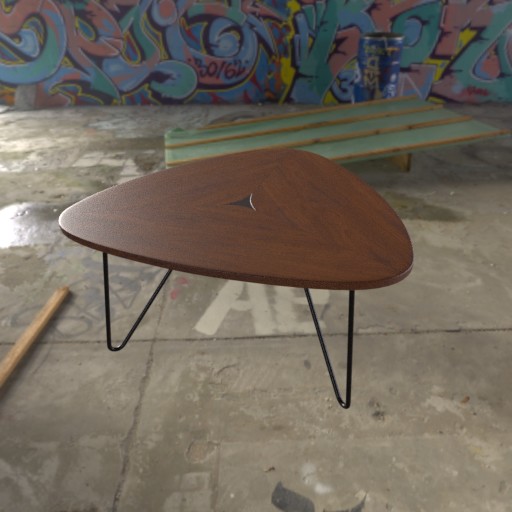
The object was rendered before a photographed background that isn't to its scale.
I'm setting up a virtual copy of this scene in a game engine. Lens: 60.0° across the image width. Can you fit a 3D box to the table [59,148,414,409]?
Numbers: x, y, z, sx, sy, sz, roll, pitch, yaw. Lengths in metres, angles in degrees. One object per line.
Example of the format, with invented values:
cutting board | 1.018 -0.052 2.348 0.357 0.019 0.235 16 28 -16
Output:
table | 0.000 0.000 1.313 0.833 0.413 0.821 9 32 15
